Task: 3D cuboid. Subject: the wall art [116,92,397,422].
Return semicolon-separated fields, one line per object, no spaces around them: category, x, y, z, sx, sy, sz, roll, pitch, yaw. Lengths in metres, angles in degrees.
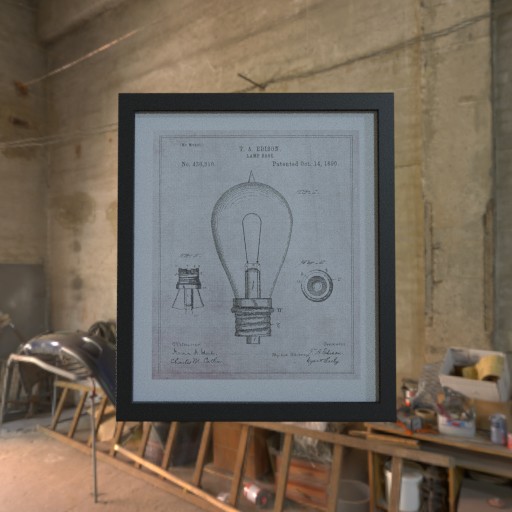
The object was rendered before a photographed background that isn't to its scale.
wall art;0.000;0.000;0.695;0.430;0.509;0.021;0;-1;0
